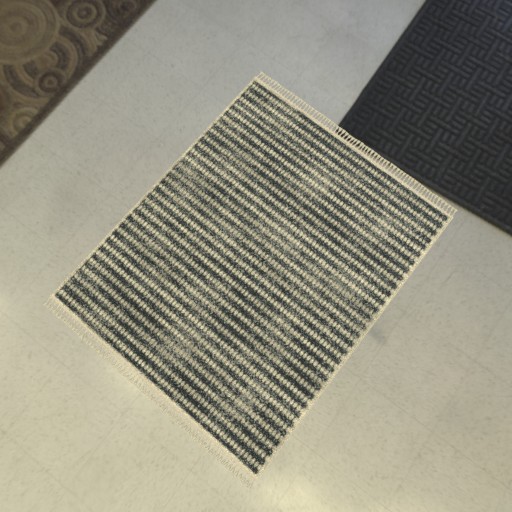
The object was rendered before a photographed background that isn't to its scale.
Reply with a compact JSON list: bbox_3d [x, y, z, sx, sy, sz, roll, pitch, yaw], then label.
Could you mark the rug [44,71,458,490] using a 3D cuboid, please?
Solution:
[{"bbox_3d":[0.000,0.000,3.820,2.256,0.013,2.910,38,79,9],"label":"rug"}]
